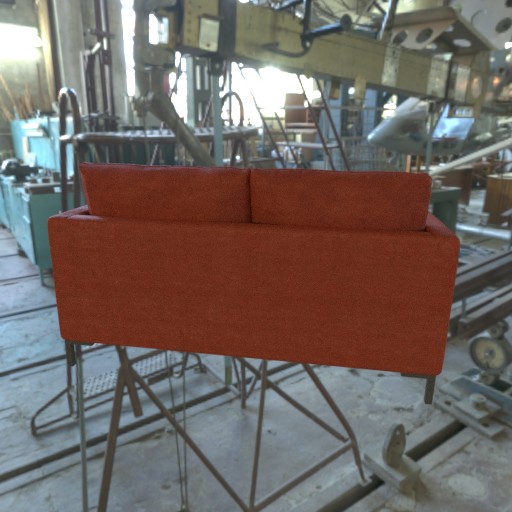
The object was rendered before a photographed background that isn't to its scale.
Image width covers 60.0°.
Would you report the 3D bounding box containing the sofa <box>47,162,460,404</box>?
[{"bbox_3d":[0.000,0.000,2.094,1.574,0.896,0.864,3,17,9],"label":"sofa"}]
